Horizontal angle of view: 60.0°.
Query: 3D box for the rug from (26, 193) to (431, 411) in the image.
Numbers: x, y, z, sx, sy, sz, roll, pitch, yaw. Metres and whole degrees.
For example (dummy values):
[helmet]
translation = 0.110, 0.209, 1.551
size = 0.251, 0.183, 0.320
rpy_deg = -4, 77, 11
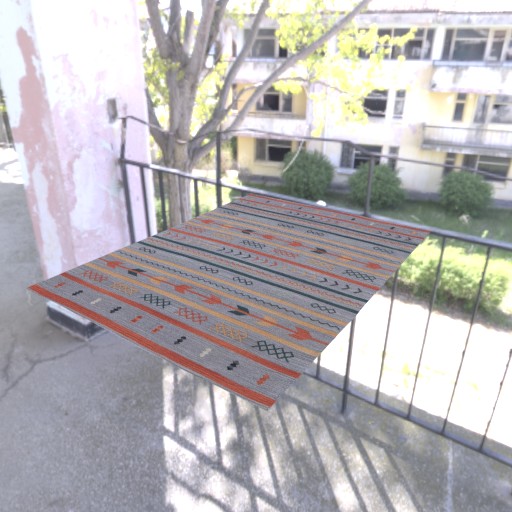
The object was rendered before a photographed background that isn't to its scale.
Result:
[rug]
translation = 0.000, 0.000, 3.969
size = 2.263, 0.022, 3.029
rpy_deg = 16, 30, 31
